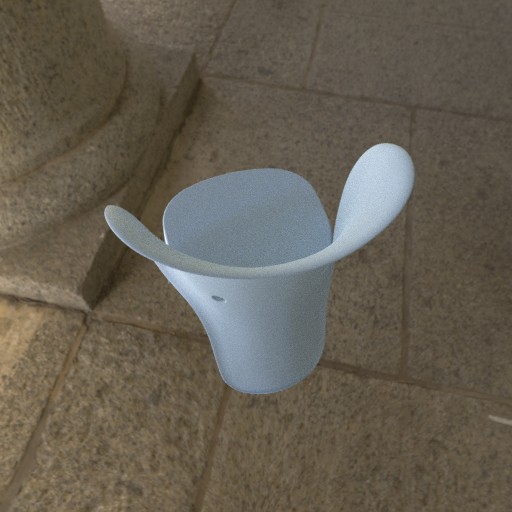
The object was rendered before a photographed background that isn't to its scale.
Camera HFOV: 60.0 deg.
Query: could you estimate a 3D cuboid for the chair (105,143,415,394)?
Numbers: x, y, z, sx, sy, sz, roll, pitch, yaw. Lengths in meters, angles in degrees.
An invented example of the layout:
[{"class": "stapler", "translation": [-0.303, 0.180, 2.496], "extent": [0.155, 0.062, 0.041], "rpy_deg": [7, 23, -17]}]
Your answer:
[{"class": "chair", "translation": [0.000, 0.000, 0.861], "extent": [0.451, 0.554, 0.402], "rpy_deg": [-14, 59, -9]}]
